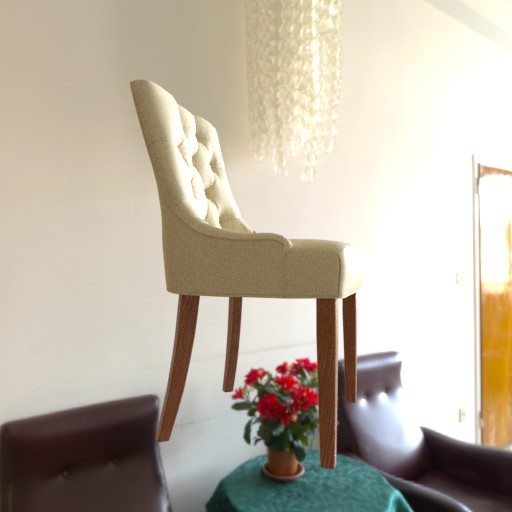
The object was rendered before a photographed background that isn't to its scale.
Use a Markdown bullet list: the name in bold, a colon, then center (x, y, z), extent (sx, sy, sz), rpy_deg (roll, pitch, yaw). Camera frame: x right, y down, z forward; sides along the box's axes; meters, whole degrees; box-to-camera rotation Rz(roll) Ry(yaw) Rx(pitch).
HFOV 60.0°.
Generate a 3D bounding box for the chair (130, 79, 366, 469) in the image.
- **chair**: center (0.000, 0.000, 1.202), extent (0.565, 0.874, 0.509), rpy_deg (0, -1, 18)
